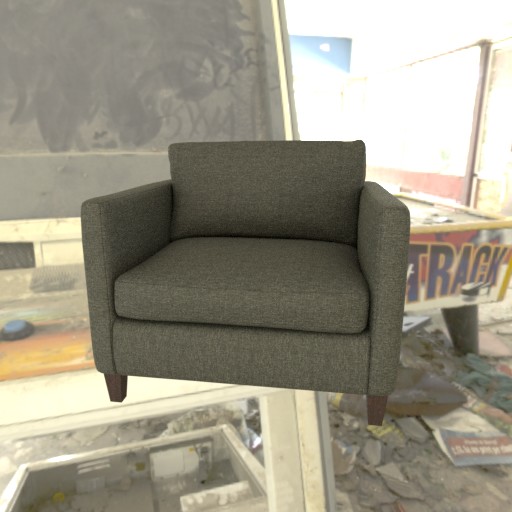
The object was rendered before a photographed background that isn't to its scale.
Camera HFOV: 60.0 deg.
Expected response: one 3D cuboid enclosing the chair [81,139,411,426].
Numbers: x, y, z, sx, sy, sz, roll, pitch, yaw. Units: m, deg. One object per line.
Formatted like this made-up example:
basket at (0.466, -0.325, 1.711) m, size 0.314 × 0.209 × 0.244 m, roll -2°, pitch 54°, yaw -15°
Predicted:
chair at (0.000, 0.000, 1.890) m, size 1.107 × 0.963 × 0.959 m, roll 2°, pitch 15°, yaw 8°
